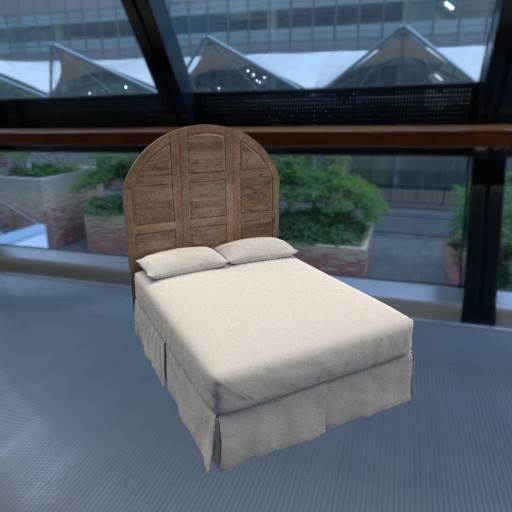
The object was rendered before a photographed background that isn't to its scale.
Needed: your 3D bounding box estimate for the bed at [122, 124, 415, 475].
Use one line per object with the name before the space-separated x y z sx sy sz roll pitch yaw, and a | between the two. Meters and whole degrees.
bed | 0.000 0.000 3.602 1.713 2.002 2.112 -9 20 -26
